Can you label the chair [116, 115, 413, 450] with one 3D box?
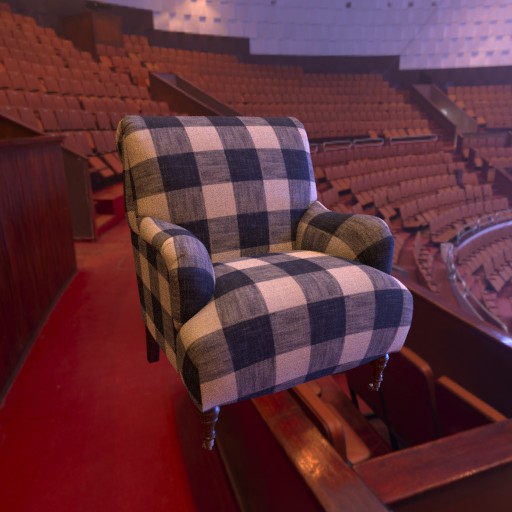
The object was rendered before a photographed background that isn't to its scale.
[{"bbox_3d":[0.000,0.000,1.569,0.781,0.953,0.848,-9,19,-27],"label":"chair"}]
